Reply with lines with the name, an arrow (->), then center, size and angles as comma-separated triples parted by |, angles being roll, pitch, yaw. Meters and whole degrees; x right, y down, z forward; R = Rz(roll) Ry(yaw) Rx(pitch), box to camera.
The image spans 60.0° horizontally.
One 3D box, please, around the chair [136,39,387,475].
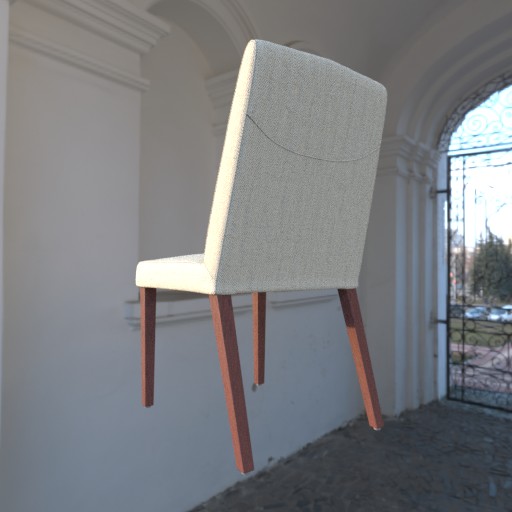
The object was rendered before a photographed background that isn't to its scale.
chair -> 0.000, 0.000, 1.238 | 0.480, 0.900, 0.594 | 1, -1, -36
